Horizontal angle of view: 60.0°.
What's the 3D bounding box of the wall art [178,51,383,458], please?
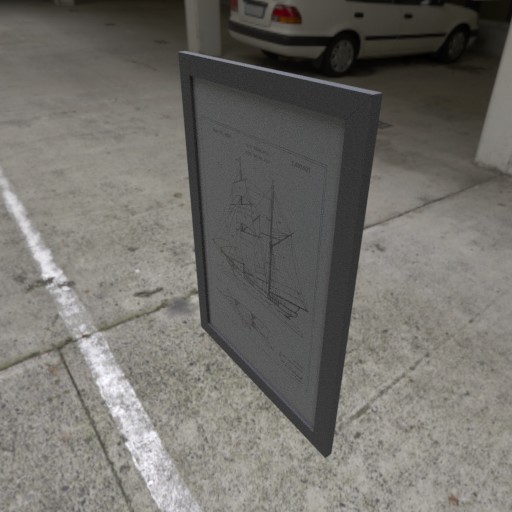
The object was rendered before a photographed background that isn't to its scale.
[{"bbox_3d":[0.000,0.000,0.674,0.013,0.534,0.380,-21,37,-30],"label":"wall art"}]
